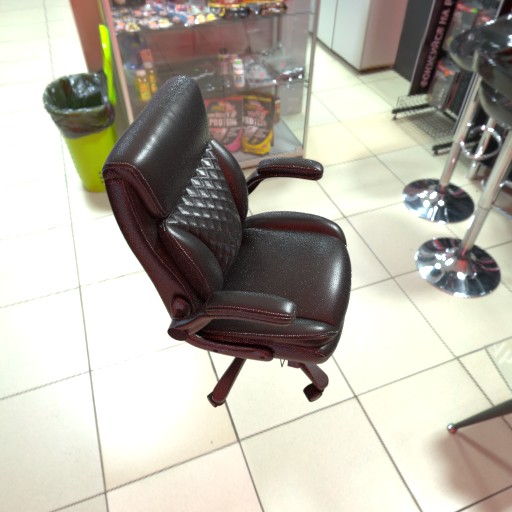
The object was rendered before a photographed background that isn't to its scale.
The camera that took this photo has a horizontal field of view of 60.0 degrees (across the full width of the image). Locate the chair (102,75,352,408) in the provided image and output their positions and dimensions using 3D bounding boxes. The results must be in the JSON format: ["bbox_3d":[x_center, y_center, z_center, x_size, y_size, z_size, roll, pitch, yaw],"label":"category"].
[{"bbox_3d":[0.000,0.000,1.634,0.724,1.110,0.782,9,47,8],"label":"chair"}]
